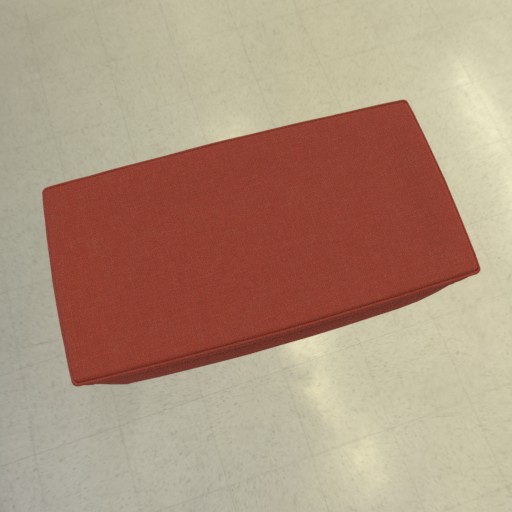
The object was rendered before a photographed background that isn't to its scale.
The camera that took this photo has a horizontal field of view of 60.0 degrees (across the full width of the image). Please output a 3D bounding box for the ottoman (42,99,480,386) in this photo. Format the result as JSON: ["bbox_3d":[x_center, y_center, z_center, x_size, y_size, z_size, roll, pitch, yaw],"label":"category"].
[{"bbox_3d":[0.000,0.000,1.231,0.948,0.454,0.497,-15,74,-4],"label":"ottoman"}]
